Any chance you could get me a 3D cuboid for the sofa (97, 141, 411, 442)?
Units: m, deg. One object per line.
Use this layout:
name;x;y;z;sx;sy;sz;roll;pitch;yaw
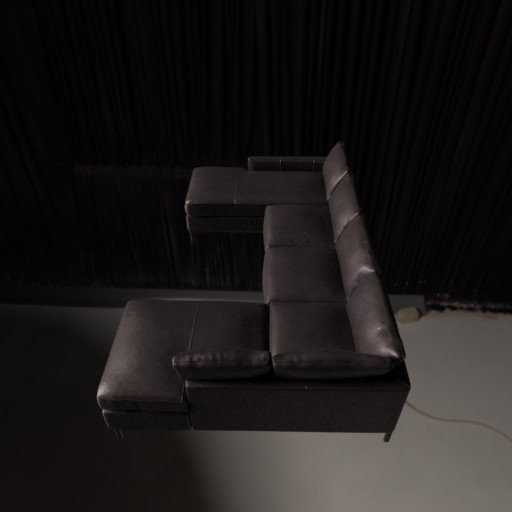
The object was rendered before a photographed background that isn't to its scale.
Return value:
sofa;0.000;0.000;3.881;1.939;0.900;2.956;1;40;1
